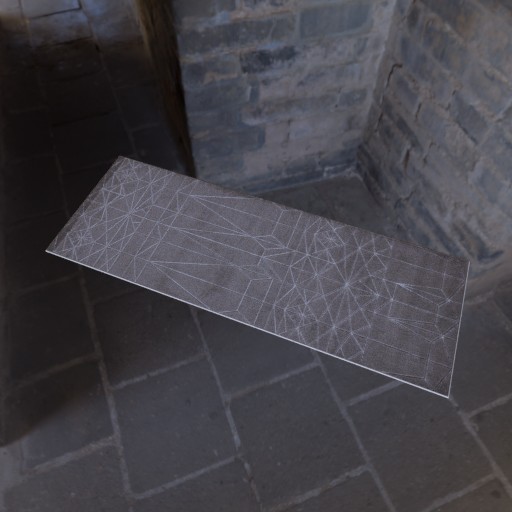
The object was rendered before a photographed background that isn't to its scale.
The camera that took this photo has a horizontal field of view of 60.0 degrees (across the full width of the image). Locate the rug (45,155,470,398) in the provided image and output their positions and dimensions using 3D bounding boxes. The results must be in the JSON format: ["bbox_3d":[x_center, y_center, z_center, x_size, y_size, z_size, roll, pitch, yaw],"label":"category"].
[{"bbox_3d":[0.000,0.000,2.652,2.388,0.012,0.864,18,59,12],"label":"rug"}]
